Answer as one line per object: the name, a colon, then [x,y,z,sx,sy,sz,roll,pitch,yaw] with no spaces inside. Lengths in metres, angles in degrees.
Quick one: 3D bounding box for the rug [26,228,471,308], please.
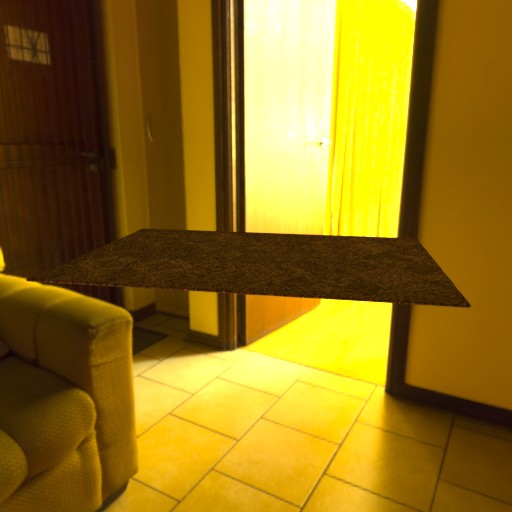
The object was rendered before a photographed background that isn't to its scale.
rug: [0.000,0.000,2.324,1.808,0.011,1.189,3,15,10]
